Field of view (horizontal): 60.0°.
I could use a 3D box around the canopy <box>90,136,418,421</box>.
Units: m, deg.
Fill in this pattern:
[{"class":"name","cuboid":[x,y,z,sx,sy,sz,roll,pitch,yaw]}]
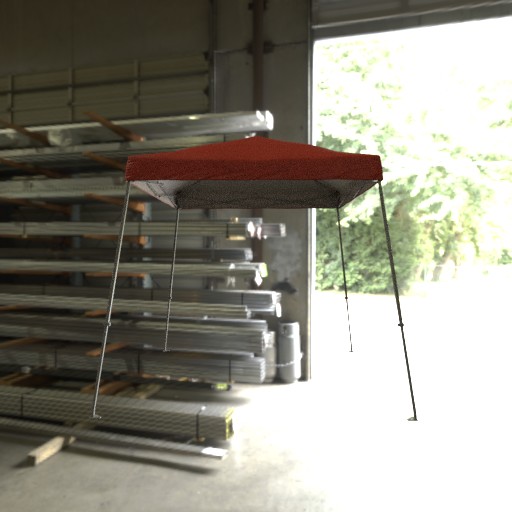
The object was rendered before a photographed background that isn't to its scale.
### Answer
[{"class":"canopy","cuboid":[0.000,0.000,5.269,2.849,2.850,2.850,0,0,1]}]
